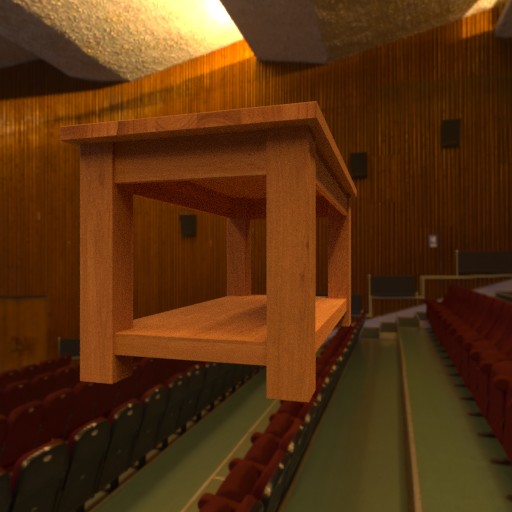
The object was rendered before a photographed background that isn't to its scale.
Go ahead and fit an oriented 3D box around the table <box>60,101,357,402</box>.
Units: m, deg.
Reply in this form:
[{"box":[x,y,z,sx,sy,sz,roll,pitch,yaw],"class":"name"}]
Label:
[{"box":[0.000,0.000,1.142,0.450,0.452,0.899,0,0,16],"class":"table"}]
